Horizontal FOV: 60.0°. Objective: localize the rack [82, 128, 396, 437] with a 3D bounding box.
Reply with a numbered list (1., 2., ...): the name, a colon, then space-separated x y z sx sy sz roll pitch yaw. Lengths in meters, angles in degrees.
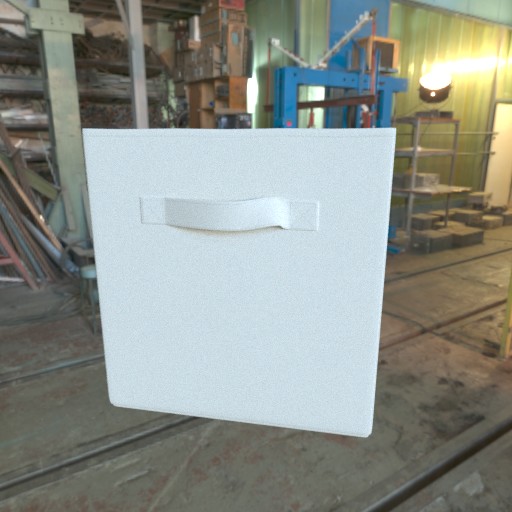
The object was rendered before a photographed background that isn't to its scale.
1. rack: 0.000 0.000 0.510 0.270 0.280 0.270 3 16 11
